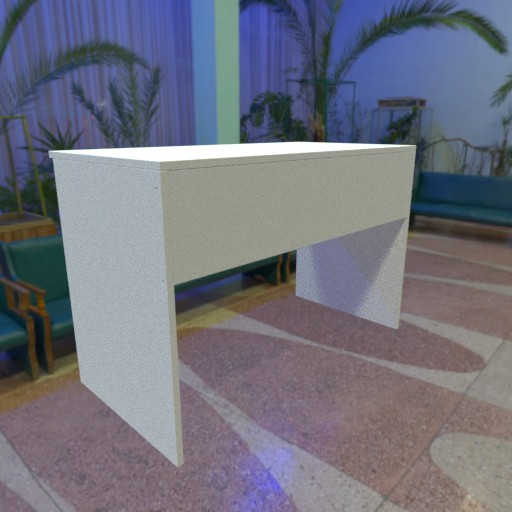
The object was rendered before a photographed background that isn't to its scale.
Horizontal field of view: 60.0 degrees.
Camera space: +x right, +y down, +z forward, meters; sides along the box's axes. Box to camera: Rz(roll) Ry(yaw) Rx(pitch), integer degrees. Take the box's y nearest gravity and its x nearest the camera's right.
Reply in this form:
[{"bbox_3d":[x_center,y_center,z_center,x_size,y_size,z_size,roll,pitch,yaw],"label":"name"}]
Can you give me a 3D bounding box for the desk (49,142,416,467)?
[{"bbox_3d":[0.000,0.000,1.538,0.560,0.730,1.100,16,22,43],"label":"desk"}]
